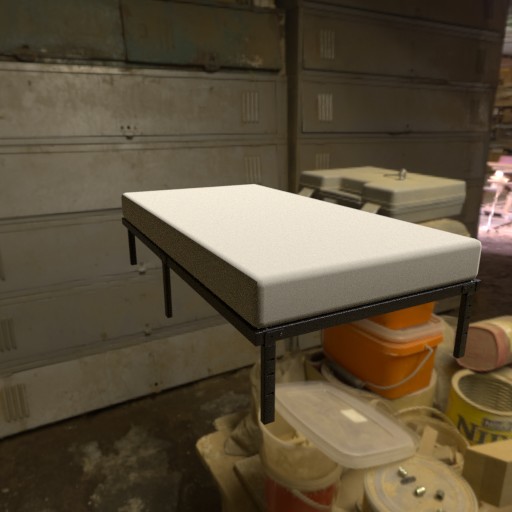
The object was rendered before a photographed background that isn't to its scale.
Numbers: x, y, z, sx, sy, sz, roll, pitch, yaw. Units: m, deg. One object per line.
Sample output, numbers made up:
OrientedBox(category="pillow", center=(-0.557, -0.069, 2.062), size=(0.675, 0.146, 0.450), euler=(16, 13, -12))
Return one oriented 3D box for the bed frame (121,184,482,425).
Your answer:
OrientedBox(category="bed frame", center=(0.000, 0.000, 3.240), size=(1.393, 0.680, 2.635), euler=(-8, 18, -26))
